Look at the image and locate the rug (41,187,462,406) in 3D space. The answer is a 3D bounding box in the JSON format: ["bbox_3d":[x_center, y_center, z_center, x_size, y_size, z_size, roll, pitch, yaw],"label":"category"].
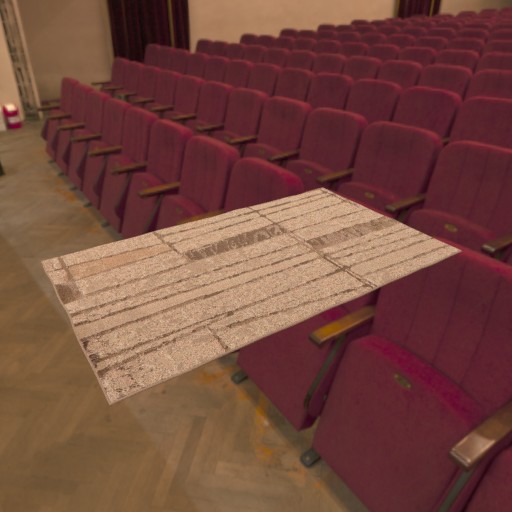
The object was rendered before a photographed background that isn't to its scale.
[{"bbox_3d":[0.000,0.000,1.056,0.867,0.007,0.515,-18,34,-29],"label":"rug"}]
